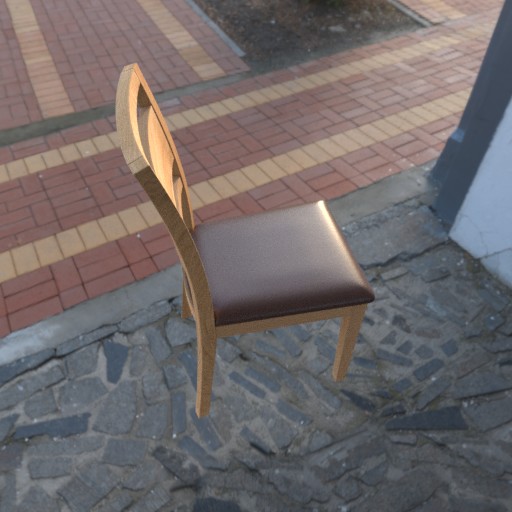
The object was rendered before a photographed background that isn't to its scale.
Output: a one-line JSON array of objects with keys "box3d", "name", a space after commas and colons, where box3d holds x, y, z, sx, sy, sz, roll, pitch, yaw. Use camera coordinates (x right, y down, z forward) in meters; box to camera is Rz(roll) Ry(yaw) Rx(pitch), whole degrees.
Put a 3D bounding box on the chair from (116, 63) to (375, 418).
[{"box3d": [0.000, 0.000, 1.215, 0.545, 0.940, 0.420, -10, 48, -9], "name": "chair"}]
